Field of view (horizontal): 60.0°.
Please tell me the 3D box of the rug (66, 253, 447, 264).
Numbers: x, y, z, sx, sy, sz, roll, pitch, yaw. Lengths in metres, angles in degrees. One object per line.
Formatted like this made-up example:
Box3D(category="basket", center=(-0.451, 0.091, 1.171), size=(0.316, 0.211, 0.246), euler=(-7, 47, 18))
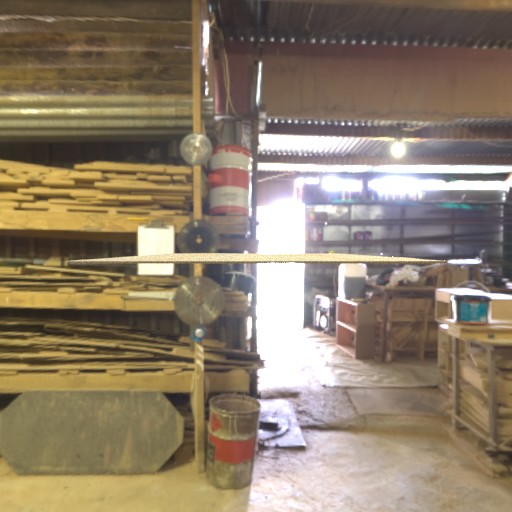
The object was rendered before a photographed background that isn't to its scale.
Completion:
Box3D(category="rug", center=(0.000, 0.000, 2.336), size=(1.232, 0.015, 1.825), euler=(0, 1, 0))
